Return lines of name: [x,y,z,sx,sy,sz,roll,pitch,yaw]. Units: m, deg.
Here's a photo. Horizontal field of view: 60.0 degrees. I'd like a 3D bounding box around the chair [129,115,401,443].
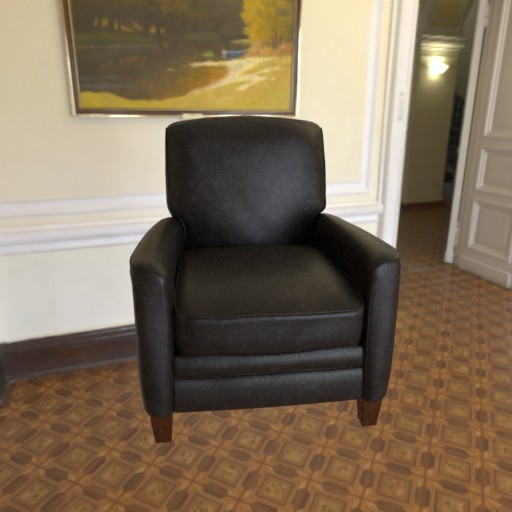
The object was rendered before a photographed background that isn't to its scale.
chair: [0.000,0.000,1.676,0.848,1.014,0.864,-2,18,-6]
